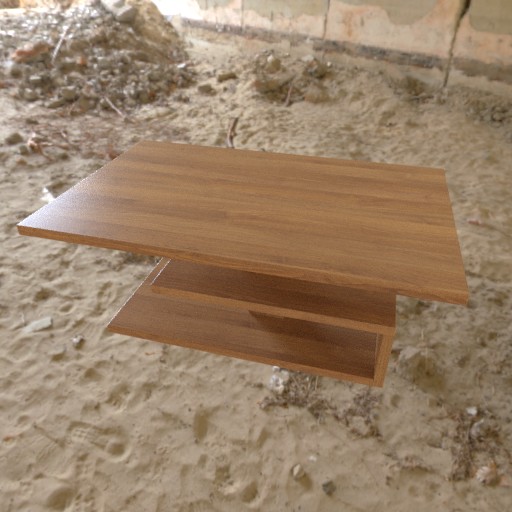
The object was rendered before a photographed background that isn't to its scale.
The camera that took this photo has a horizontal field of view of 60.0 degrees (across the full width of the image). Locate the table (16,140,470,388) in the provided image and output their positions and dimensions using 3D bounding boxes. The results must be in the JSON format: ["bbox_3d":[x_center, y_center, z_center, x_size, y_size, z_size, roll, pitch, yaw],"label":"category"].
[{"bbox_3d":[0.000,0.000,1.431,1.100,0.442,0.700,9,34,13],"label":"table"}]
